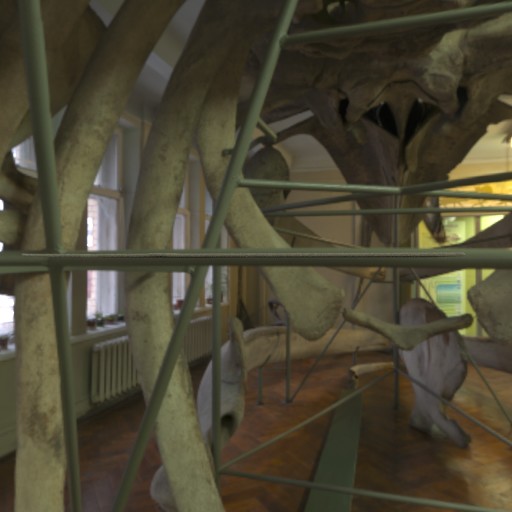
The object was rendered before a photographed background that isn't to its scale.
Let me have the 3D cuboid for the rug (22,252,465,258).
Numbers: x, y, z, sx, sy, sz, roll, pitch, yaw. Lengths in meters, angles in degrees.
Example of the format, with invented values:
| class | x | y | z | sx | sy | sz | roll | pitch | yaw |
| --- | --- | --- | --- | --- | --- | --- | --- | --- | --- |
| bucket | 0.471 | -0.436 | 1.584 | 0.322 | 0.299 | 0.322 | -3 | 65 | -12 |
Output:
| class | x | y | z | sx | sy | sz | roll | pitch | yaw |
| --- | --- | --- | --- | --- | --- | --- | --- | --- | --- |
| rug | 0.000 | 0.000 | 2.878 | 2.290 | 0.021 | 1.540 | 0 | 0 | 18 |
